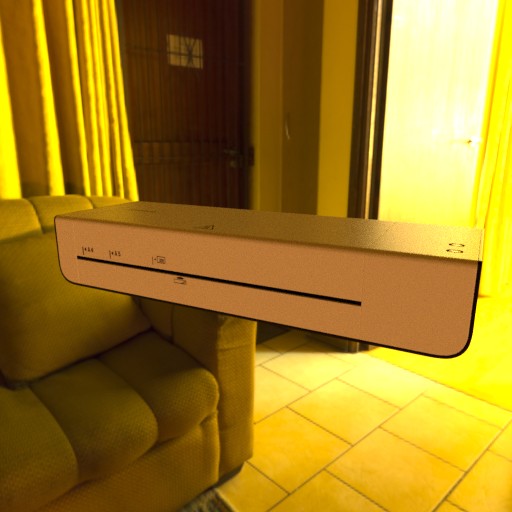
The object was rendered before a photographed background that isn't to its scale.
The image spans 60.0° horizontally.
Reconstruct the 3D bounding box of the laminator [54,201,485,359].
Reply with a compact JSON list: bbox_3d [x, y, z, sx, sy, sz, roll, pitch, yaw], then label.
[{"bbox_3d":[0.000,0.000,0.377,0.340,0.062,0.123,7,16,26],"label":"laminator"}]
